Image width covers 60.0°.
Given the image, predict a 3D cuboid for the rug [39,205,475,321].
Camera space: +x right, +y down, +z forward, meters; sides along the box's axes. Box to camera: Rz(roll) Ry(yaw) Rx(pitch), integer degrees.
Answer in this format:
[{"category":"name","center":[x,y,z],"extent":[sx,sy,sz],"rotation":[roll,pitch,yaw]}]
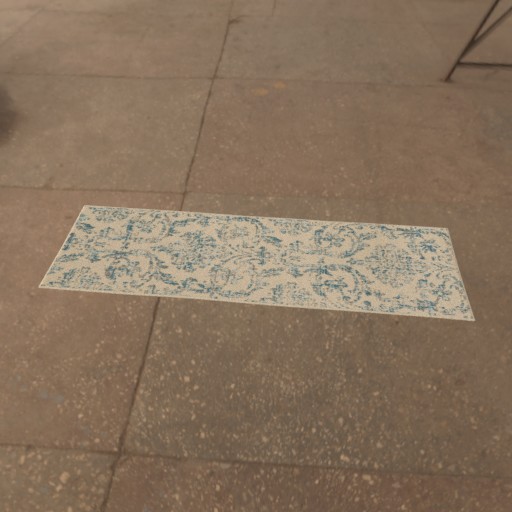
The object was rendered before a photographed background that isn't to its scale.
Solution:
[{"category":"rug","center":[0.000,0.000,2.443],"extent":[2.196,0.011,0.662],"rotation":[4,47,4]}]
